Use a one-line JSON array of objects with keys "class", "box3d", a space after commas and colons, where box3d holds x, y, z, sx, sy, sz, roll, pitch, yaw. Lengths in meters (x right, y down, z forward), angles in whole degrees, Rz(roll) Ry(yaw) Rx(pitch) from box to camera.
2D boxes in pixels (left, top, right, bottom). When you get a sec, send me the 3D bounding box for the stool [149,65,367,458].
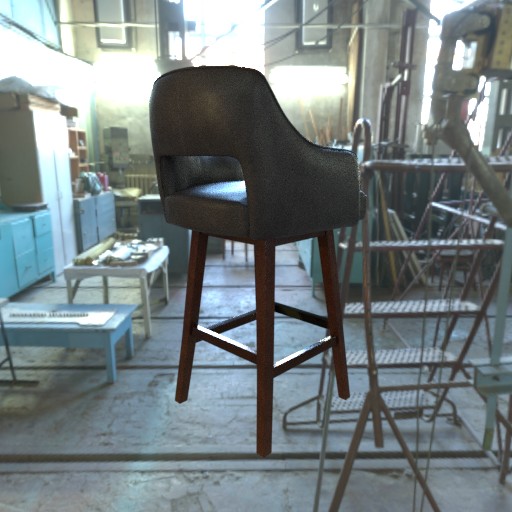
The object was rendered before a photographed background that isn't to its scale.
[{"class": "stool", "box3d": [0.000, 0.000, 1.398, 0.550, 1.041, 0.560, 13, 18, 43]}]
